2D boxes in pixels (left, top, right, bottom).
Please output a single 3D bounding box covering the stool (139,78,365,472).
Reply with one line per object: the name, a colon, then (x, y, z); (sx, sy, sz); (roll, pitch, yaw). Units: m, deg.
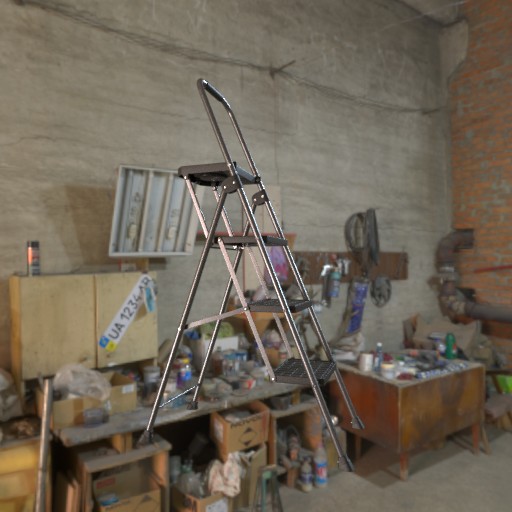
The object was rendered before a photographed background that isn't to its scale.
stool: (0.000, 0.000, 1.609); (0.733, 1.277, 0.396); (0, -1, 19)
